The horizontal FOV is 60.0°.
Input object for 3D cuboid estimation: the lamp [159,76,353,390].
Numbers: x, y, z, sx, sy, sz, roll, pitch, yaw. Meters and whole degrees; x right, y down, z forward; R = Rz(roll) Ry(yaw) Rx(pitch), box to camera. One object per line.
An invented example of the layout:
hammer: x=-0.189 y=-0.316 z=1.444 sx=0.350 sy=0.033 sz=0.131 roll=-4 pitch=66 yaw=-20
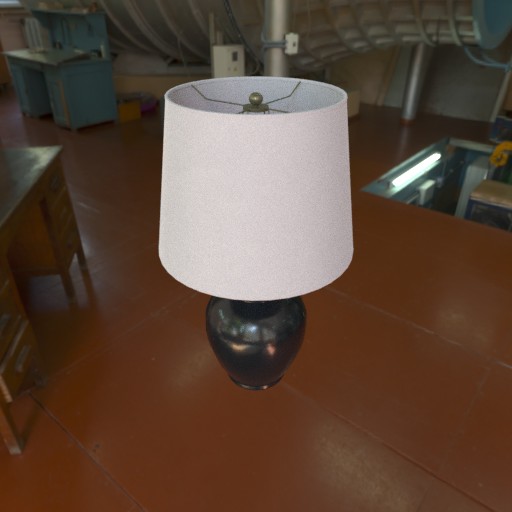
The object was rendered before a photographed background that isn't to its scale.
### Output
lamp: x=0.000 y=0.000 z=0.566 sx=0.239 sy=0.399 sz=0.239 roll=0 pitch=31 yaw=0
